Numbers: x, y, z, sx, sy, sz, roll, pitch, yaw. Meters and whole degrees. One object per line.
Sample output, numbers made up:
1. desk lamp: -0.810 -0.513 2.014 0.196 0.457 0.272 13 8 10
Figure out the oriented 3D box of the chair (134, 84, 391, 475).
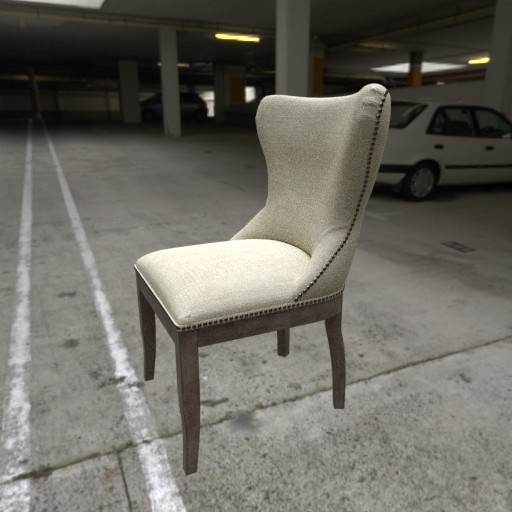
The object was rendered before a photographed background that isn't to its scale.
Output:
1. chair: 0.000 0.000 1.414 0.681 1.002 0.654 -8 19 -24
